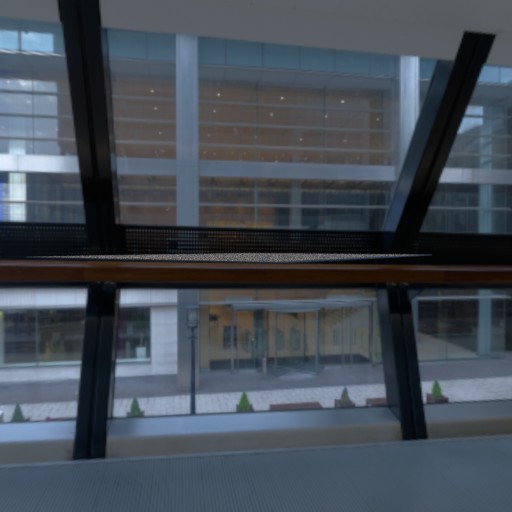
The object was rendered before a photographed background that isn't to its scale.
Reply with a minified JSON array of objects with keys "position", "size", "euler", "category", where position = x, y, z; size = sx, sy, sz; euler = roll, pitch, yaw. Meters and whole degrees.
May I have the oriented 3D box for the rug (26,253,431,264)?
[{"position":[0.000,0.000,4.135],"size":[2.438,0.010,3.048],"euler":[1,1,35],"category":"rug"}]
